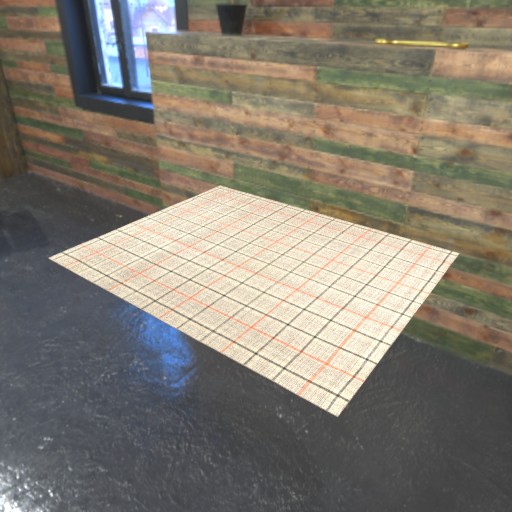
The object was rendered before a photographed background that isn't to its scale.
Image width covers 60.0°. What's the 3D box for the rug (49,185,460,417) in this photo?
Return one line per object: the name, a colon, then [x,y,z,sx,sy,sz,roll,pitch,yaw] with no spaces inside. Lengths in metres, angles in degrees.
rug: [0.000,0.000,4.202,3.048,0.012,2.444,20,35,32]
